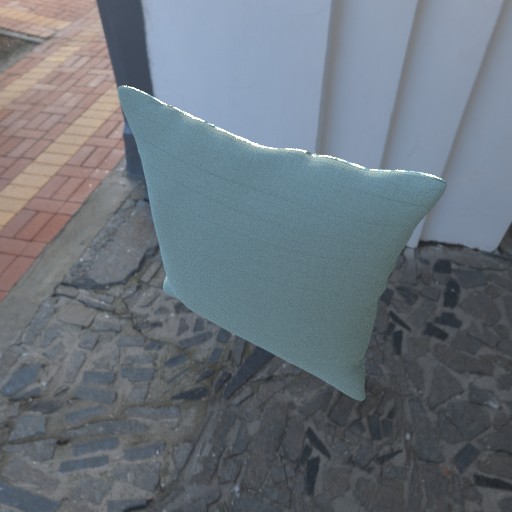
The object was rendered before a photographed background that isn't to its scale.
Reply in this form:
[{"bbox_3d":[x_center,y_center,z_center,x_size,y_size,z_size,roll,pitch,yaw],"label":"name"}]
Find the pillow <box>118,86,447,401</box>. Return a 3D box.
[{"bbox_3d":[0.000,0.000,0.716,0.470,0.464,0.175,24,51,21],"label":"pillow"}]
